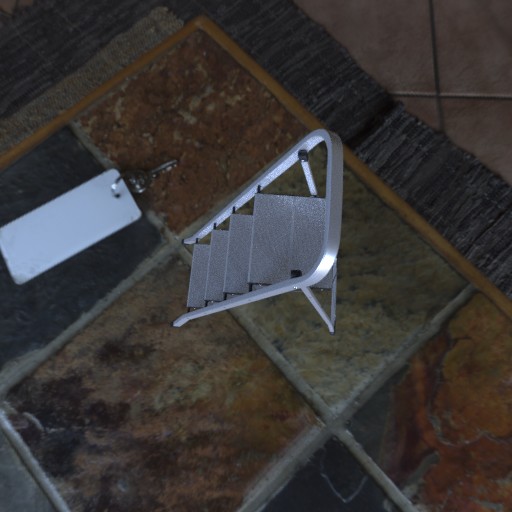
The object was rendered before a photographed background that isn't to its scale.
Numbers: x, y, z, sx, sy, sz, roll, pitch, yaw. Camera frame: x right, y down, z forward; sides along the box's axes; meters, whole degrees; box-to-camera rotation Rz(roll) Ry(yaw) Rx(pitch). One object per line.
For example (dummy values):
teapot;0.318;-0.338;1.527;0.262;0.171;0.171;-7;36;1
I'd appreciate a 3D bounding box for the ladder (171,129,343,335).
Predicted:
ladder;0.000;0.000;1.670;0.830;1.290;0.465;4;75;1
